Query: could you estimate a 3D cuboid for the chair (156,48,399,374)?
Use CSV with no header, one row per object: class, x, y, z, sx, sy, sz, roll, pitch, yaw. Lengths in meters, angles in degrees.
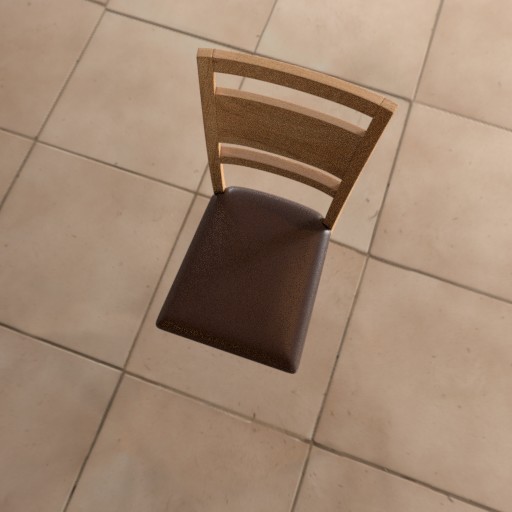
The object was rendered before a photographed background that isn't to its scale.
chair,0.000,0.000,1.234,0.420,0.940,0.545,18,76,5
